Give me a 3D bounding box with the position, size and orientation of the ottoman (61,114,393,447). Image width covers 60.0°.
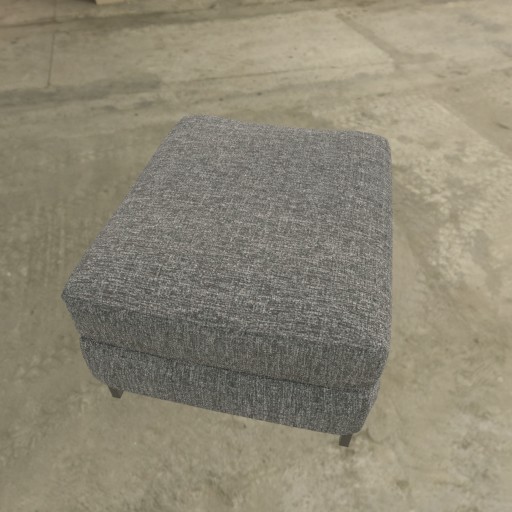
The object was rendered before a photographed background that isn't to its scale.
[{"bbox_3d":[0.000,0.000,1.205,0.683,0.480,0.828,9,46,9],"label":"ottoman"}]
